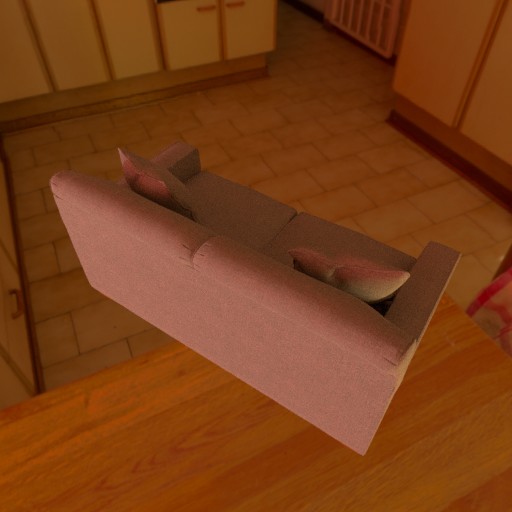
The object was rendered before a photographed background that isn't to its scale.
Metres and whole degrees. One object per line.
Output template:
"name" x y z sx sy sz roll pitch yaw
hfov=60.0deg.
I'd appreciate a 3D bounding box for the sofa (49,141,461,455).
"sofa" 0.000 0.000 2.387 1.846 0.958 1.000 26 51 23
